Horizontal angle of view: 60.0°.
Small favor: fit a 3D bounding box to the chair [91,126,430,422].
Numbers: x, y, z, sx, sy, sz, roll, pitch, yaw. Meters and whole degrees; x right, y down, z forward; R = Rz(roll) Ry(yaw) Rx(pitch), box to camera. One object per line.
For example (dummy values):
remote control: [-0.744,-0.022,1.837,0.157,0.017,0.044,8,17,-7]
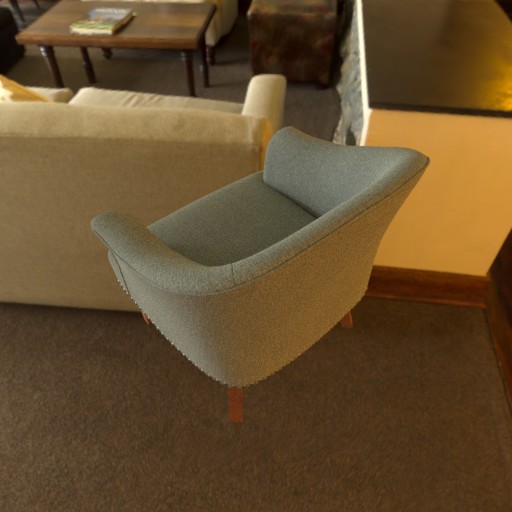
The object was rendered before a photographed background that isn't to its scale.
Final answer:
chair: [0.000,0.000,1.398,0.798,0.815,0.704,-32,54,-27]
